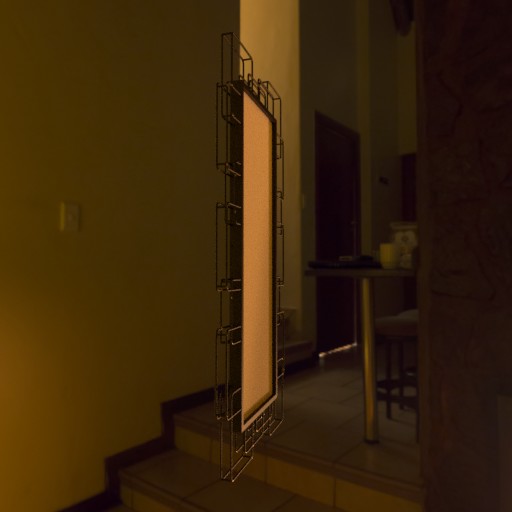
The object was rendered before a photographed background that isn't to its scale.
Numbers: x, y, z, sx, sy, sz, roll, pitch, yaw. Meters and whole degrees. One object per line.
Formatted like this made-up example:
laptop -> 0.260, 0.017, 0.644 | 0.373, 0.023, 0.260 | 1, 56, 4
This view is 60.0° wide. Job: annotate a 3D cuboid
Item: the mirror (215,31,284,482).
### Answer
mirror -> 0.000, 0.000, 1.403 | 0.037, 1.192, 0.565 | -1, -2, 18
